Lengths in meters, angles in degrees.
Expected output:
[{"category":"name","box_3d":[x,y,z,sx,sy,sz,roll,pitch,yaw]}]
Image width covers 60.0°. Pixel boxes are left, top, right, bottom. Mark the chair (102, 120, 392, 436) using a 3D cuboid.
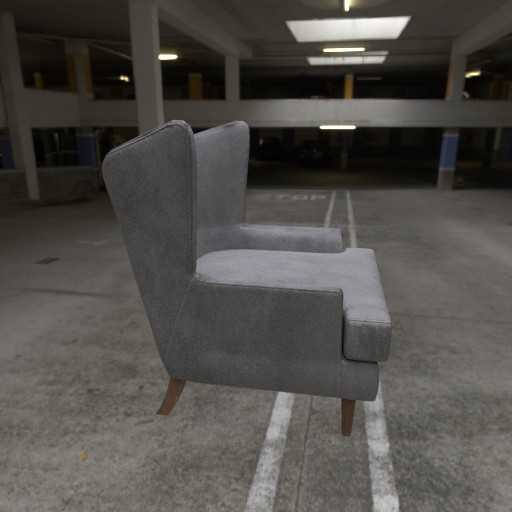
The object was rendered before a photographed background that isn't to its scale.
[{"category":"chair","box_3d":[0.000,0.000,1.625,0.906,0.950,0.784,3,17,10]}]
